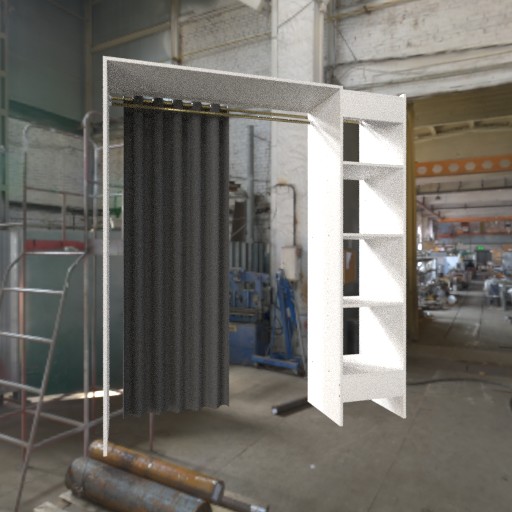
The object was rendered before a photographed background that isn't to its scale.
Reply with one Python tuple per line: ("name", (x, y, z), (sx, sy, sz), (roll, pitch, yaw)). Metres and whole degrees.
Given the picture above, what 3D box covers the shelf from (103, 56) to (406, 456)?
("shelf", (0.000, 0.000, 2.476), (1.600, 1.810, 0.500), (0, 0, -17))
